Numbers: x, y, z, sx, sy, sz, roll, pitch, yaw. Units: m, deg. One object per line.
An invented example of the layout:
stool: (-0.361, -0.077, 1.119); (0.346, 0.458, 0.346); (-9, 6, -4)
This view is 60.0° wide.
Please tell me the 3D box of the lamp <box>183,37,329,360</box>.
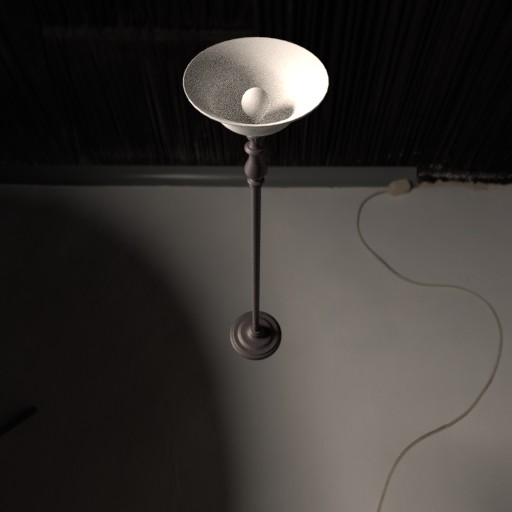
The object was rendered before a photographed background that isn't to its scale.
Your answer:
lamp: (0.000, 0.000, 1.985); (0.405, 1.797, 0.405); (0, 56, 0)
